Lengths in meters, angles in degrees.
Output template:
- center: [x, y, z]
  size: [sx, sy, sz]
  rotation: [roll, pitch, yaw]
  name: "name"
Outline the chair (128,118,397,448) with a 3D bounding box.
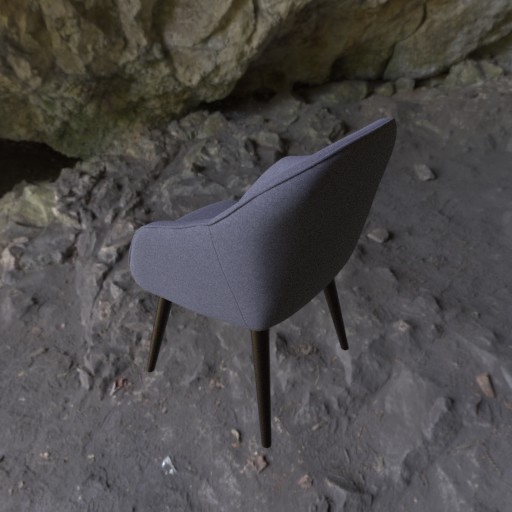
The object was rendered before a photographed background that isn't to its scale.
- center: [0.000, 0.000, 1.244]
  size: [0.611, 0.810, 0.589]
  rotation: [21, 37, 30]
  name: "chair"
